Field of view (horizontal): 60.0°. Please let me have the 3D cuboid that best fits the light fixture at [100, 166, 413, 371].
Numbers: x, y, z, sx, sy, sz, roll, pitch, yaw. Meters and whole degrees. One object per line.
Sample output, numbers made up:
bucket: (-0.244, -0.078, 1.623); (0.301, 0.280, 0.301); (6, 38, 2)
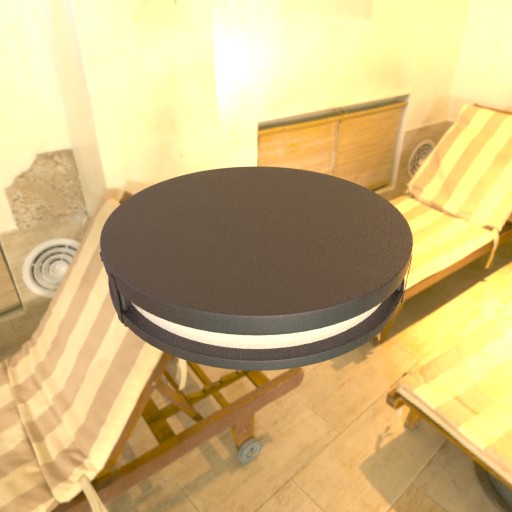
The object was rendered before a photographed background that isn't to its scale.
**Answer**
light fixture: (0.000, 0.000, 0.549); (0.356, 0.102, 0.356); (0, 32, 0)
